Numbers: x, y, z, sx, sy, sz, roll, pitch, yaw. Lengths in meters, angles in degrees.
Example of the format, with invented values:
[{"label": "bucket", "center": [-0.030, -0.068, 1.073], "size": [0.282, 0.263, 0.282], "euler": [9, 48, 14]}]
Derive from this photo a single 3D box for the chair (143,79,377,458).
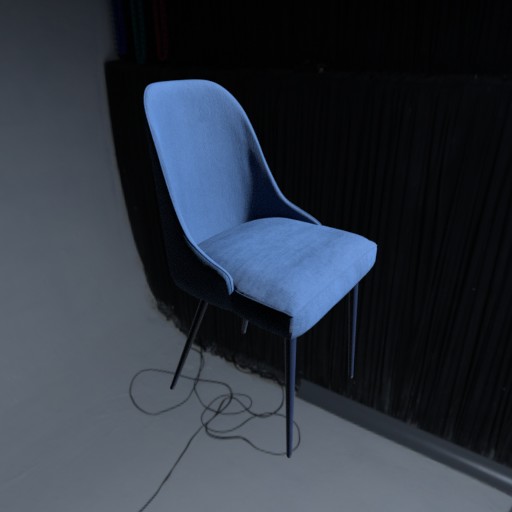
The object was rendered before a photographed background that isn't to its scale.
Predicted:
[{"label": "chair", "center": [0.000, 0.000, 1.245], "size": [0.559, 0.896, 0.478], "euler": [17, 30, 32]}]
